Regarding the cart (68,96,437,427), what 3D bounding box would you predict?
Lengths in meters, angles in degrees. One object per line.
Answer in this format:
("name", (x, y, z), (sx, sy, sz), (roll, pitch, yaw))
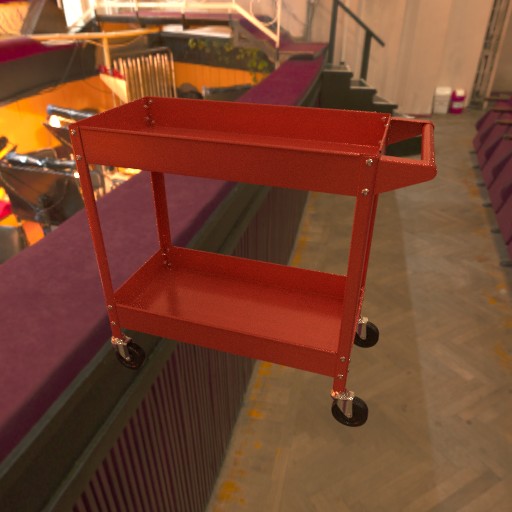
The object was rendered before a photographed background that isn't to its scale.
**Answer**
("cart", (0.000, 0.000, 1.191), (0.779, 0.719, 0.366), (10, 32, 16))
